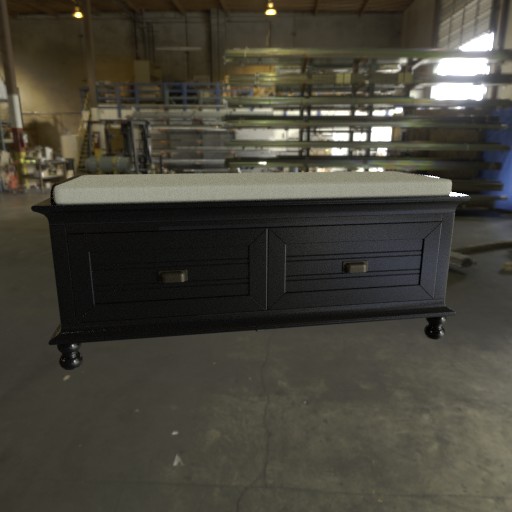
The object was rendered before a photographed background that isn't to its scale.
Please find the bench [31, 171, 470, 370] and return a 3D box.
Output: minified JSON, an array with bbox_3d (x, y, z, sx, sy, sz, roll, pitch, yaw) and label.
[{"bbox_3d":[0.000,0.000,1.421,1.185,0.501,0.402,-3,15,-10],"label":"bench"}]
